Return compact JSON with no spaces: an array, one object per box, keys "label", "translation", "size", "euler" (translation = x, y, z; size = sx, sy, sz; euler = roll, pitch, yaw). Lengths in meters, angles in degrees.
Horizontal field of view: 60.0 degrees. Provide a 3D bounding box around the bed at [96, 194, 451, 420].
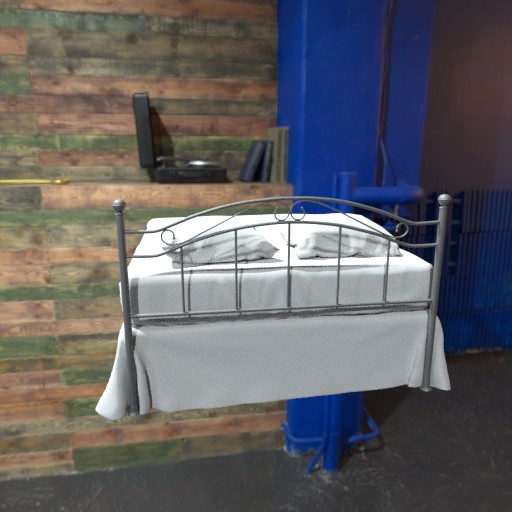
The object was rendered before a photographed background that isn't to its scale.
[{"label":"bed","translation":[0.000,0.000,3.242],"size":[1.936,1.080,2.215],"euler":[-2,14,-8]}]
